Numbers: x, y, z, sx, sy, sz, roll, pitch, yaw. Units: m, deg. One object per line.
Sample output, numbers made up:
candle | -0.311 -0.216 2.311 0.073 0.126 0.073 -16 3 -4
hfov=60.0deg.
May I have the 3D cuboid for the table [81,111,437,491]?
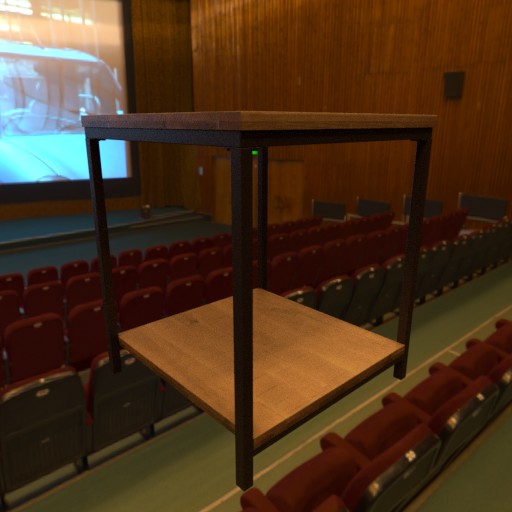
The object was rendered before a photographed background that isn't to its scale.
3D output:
table | 0.000 0.000 0.973 0.507 0.589 0.503 -15 22 -40
